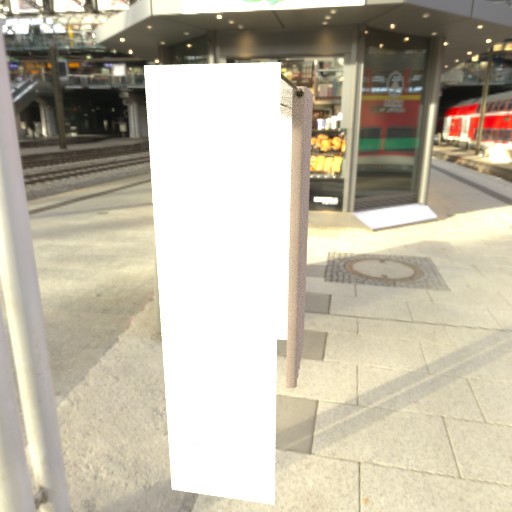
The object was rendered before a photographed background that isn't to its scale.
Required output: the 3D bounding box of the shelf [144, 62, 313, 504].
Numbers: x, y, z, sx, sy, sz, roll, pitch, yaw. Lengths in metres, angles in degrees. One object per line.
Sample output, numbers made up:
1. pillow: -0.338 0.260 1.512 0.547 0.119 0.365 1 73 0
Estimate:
1. shelf: 0.000 0.000 2.510 0.500 1.820 1.600 3 17 10
